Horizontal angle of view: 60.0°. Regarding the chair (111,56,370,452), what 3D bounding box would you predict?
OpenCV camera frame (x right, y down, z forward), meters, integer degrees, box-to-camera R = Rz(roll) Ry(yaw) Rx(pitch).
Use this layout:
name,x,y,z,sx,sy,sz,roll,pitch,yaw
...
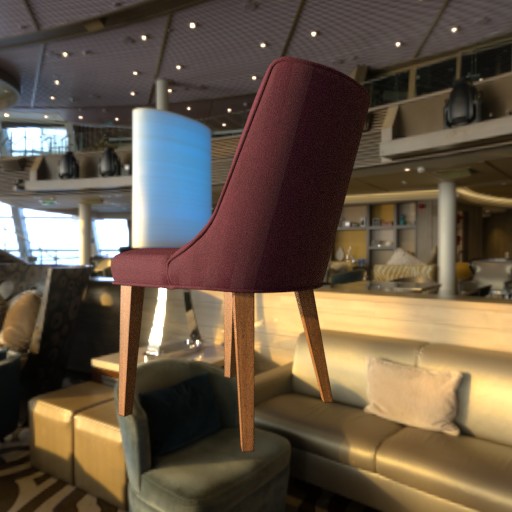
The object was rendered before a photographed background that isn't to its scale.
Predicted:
name,x,y,z,sx,sy,sz,roll,pitch,yaw
chair,0.000,0.000,1.296,0.638,0.916,0.548,1,1,36
